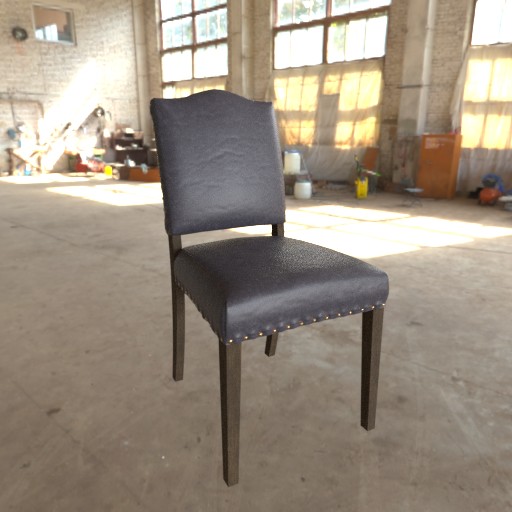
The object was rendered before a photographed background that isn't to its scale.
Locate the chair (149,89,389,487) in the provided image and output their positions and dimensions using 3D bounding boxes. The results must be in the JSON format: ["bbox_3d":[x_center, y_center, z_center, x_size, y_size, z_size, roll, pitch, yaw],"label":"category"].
[{"bbox_3d":[0.000,0.000,1.346,0.500,0.991,0.633,-8,18,-27],"label":"chair"}]
